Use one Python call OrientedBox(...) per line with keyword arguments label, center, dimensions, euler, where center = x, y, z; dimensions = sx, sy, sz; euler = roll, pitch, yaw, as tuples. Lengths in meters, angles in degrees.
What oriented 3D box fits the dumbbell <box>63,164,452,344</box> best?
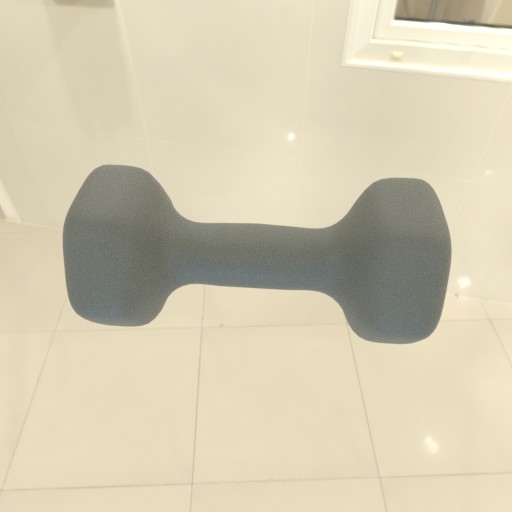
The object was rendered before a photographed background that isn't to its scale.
OrientedBox(label="dumbbell", center=(0.000, 0.000, 0.233), dimensions=(0.184, 0.081, 0.090), euler=(4, 46, 3))
